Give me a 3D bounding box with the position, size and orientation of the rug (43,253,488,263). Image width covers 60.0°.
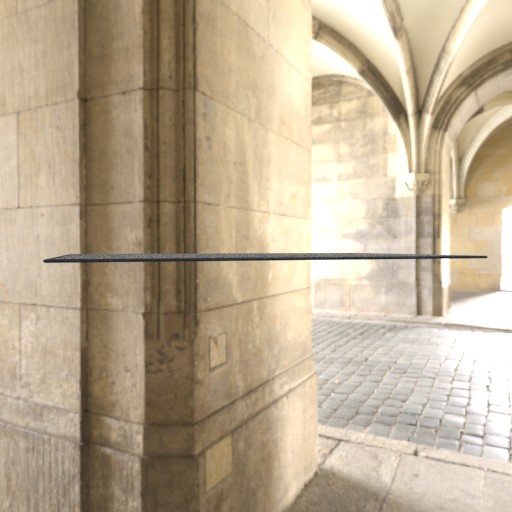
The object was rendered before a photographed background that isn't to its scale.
[{"bbox_3d":[0.000,0.000,2.999,2.441,0.015,1.526,0,1,-19],"label":"rug"}]
